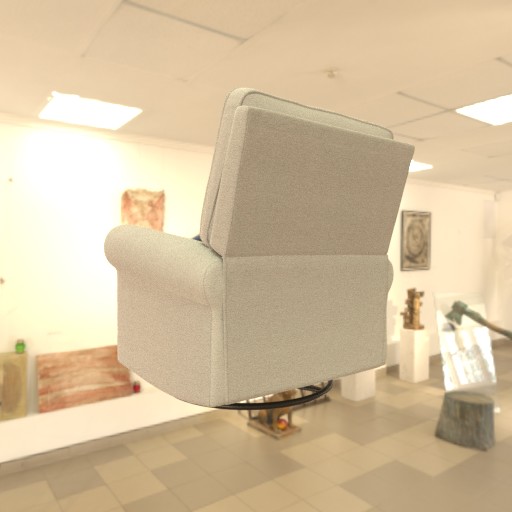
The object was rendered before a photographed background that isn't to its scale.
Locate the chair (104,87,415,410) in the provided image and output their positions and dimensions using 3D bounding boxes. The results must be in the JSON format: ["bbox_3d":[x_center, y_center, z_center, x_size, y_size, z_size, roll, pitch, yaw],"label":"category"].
[{"bbox_3d":[0.000,0.000,1.659,0.890,0.960,0.878,-1,1,-36],"label":"chair"}]
